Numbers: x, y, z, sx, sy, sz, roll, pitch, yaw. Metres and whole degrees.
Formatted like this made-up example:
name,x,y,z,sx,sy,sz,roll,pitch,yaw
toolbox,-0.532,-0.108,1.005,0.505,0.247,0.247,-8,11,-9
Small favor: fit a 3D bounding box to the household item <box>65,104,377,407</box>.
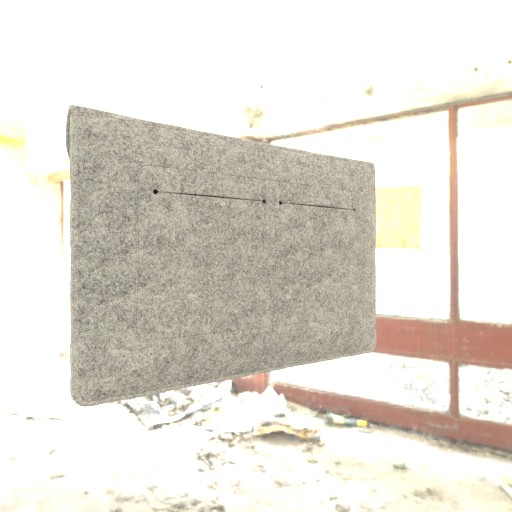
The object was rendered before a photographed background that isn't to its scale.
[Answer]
name,x,y,z,sx,sy,sz,roll,pitch,yaw
household item,0.000,0.000,0.420,0.335,0.221,0.057,0,0,-36
